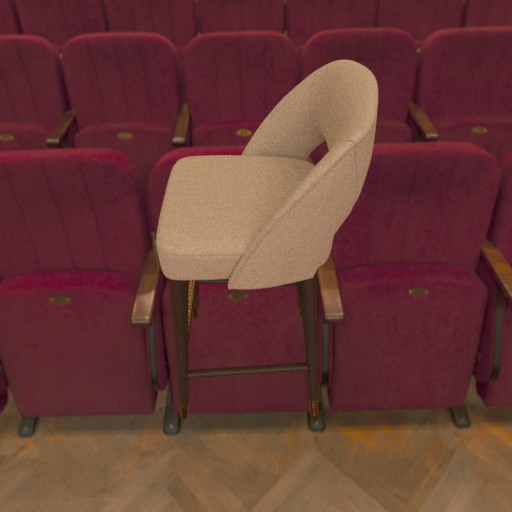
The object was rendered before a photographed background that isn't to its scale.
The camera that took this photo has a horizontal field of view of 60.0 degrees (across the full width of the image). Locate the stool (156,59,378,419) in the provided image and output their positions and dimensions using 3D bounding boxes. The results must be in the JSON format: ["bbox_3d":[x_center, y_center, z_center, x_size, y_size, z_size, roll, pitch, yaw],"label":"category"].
[{"bbox_3d":[0.000,0.000,1.288,0.509,1.037,0.494,-1,42,-1],"label":"stool"}]
